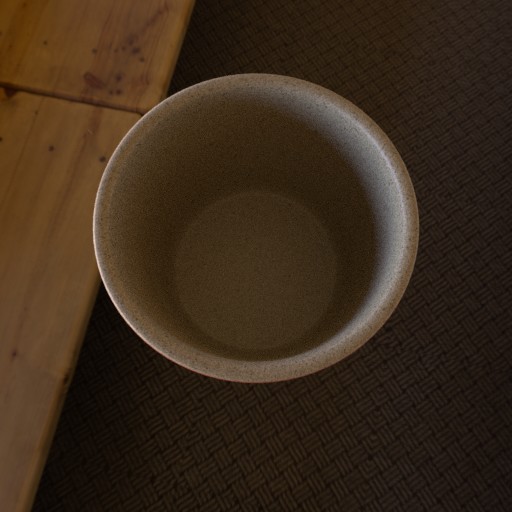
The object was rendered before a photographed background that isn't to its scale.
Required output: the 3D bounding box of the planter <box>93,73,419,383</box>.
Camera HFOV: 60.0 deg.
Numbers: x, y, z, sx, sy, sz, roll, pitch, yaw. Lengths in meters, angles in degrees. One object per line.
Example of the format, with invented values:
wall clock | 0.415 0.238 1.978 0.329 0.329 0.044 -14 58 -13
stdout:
planter | 0.000 0.000 0.421 0.227 0.235 0.227 0 75 0
